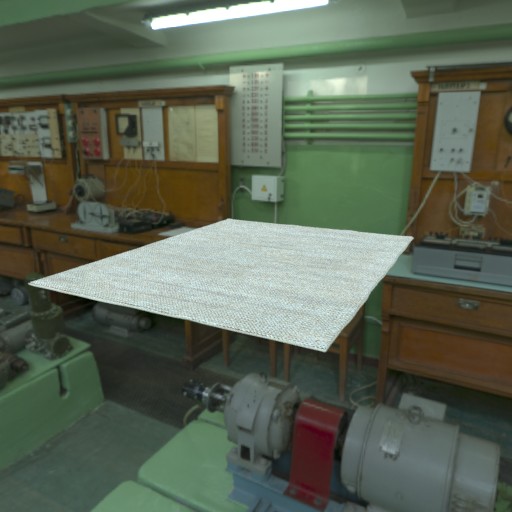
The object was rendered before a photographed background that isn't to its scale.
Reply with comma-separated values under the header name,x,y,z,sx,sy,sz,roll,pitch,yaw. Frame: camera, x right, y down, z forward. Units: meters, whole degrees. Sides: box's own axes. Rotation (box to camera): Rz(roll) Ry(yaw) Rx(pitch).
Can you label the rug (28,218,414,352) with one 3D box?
name,x,y,z,sx,sy,sz,roll,pitch,yaw
rug,0.000,0.000,4.211,2.429,0.030,3.052,8,17,26
